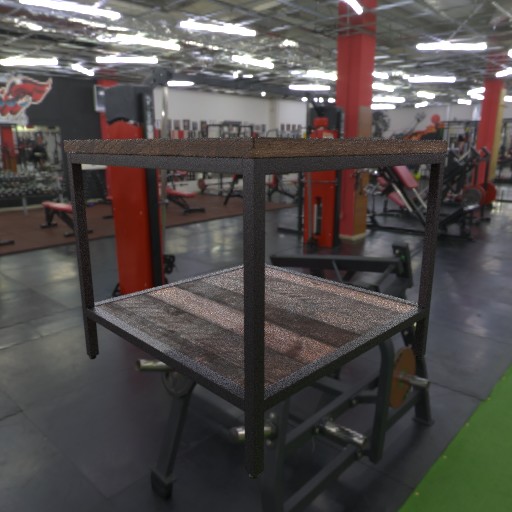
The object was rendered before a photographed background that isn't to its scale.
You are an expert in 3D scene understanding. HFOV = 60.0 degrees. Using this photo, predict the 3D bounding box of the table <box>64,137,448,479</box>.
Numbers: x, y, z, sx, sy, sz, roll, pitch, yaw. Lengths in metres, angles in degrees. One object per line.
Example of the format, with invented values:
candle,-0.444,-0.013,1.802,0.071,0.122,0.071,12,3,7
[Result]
table,0.000,0.000,0.953,0.553,0.482,0.548,-14,19,-43
